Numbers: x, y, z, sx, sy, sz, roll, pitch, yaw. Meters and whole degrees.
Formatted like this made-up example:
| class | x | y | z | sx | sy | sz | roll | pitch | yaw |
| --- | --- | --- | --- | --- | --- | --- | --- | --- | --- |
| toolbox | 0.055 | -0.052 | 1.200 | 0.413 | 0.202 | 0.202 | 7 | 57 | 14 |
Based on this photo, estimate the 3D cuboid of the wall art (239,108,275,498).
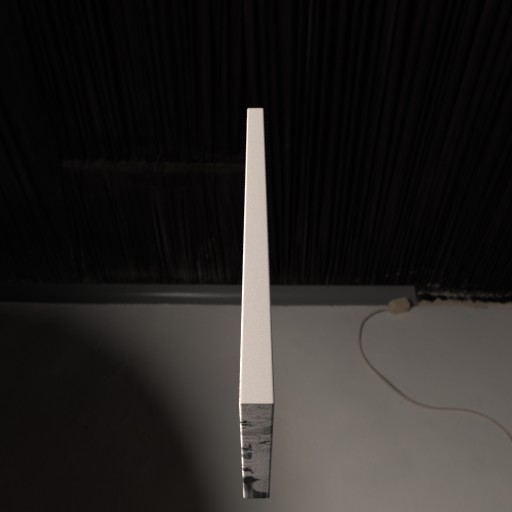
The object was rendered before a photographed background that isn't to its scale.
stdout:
| class | x | y | z | sx | sy | sz | roll | pitch | yaw |
| --- | --- | --- | --- | --- | --- | --- | --- | --- | --- |
| wall art | 0.000 | 0.000 | 0.838 | 0.038 | 0.255 | 0.763 | 0 | 41 | 0 |
